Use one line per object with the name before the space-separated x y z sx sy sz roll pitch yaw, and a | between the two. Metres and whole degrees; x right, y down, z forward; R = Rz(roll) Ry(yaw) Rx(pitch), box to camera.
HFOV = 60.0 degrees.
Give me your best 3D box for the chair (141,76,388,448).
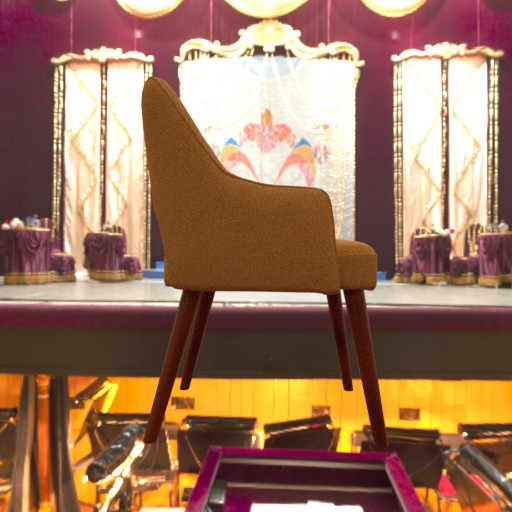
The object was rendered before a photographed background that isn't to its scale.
chair | 0.000 0.000 1.211 0.605 0.849 0.548 0 0 2
